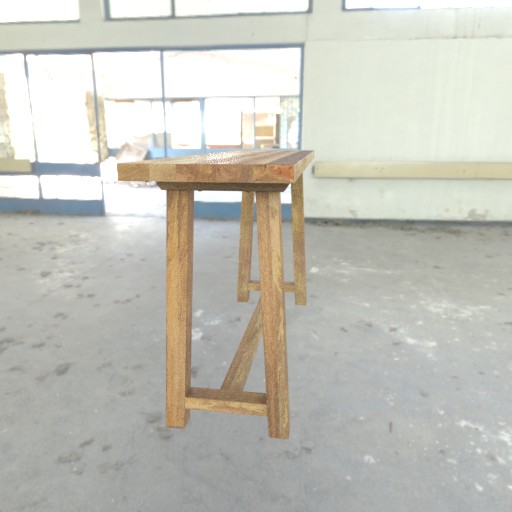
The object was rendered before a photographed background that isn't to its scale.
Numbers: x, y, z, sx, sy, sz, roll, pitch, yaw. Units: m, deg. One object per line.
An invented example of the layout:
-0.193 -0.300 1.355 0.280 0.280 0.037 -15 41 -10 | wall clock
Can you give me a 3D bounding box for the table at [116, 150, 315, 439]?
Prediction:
0.000 0.000 1.808 0.405 0.810 1.524 2 15 9 | table
